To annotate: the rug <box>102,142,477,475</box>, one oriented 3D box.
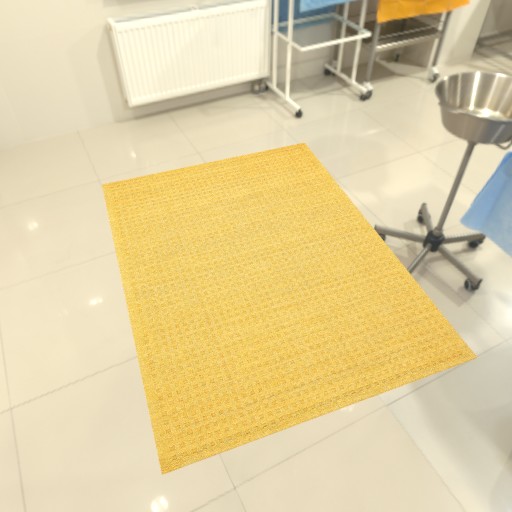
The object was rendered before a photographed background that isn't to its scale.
[{"bbox_3d":[0.000,0.000,4.210,2.486,0.015,3.242,-15,48,-14],"label":"rug"}]
